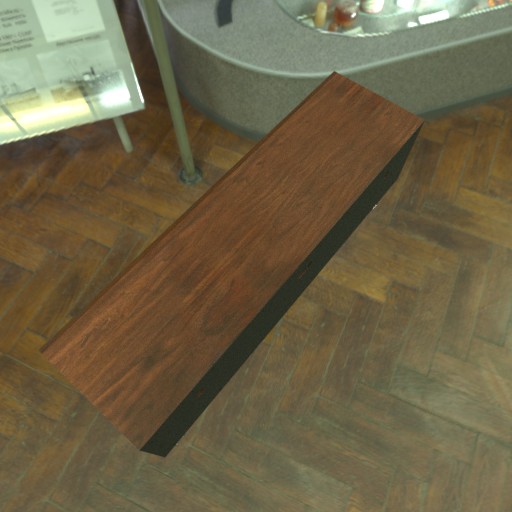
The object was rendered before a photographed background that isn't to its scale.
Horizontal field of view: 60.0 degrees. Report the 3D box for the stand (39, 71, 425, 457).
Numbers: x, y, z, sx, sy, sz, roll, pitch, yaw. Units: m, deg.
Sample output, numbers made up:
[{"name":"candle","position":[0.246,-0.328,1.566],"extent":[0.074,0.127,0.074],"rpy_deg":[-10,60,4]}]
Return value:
[{"name":"stand","position":[0.000,0.000,1.891],"extent":[0.481,0.610,1.626],"rpy_deg":[36,68,17]}]
